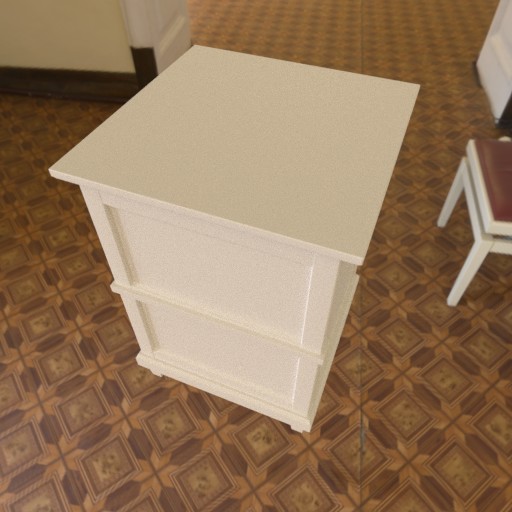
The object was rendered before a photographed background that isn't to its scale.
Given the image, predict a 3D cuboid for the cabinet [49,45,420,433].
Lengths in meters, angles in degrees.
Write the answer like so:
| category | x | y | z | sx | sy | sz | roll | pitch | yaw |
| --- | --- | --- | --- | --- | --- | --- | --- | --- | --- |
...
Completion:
| category | x | y | z | sx | sy | sz | roll | pitch | yaw |
| --- | --- | --- | --- | --- | --- | --- | --- | --- | --- |
| cabinet | 0.000 | 0.000 | 1.145 | 0.547 | 0.775 | 0.544 | 17 | 50 | 15 |
